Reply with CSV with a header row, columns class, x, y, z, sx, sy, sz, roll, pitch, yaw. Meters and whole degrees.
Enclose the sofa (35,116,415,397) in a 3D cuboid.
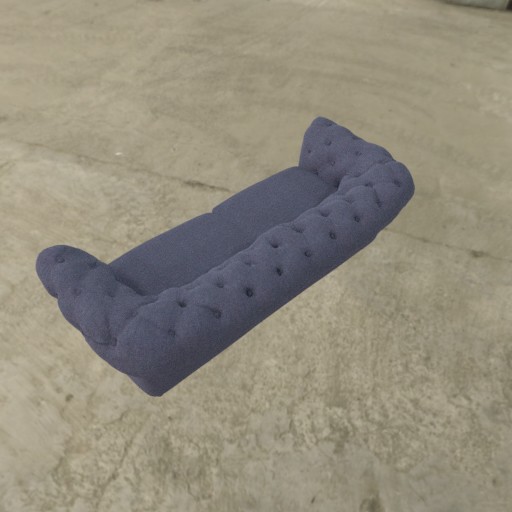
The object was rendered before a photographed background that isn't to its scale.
class,x,y,z,sx,sy,sz,roll,pitch,yaw
sofa,0.000,0.000,2.874,2.335,0.836,1.046,-32,54,-27
